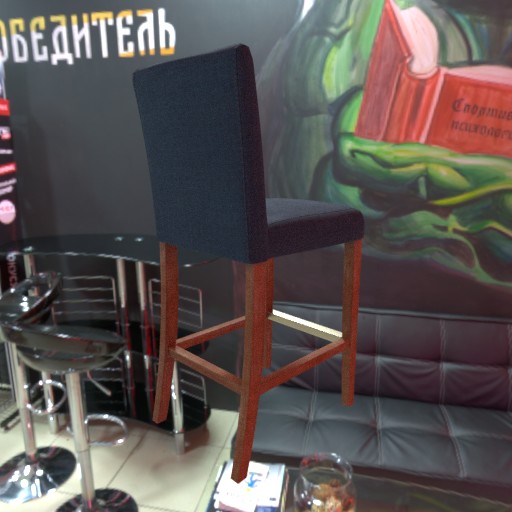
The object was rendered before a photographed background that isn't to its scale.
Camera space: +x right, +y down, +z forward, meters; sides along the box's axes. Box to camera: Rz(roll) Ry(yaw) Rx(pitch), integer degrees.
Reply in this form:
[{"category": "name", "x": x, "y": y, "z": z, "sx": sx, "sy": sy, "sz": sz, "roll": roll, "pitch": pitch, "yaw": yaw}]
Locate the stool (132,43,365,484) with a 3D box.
[{"category": "stool", "x": 0.000, "y": 0.000, "z": 1.384, "sx": 0.454, "sy": 1.088, "sz": 0.574, "roll": 13, "pitch": 19, "yaw": 43}]
